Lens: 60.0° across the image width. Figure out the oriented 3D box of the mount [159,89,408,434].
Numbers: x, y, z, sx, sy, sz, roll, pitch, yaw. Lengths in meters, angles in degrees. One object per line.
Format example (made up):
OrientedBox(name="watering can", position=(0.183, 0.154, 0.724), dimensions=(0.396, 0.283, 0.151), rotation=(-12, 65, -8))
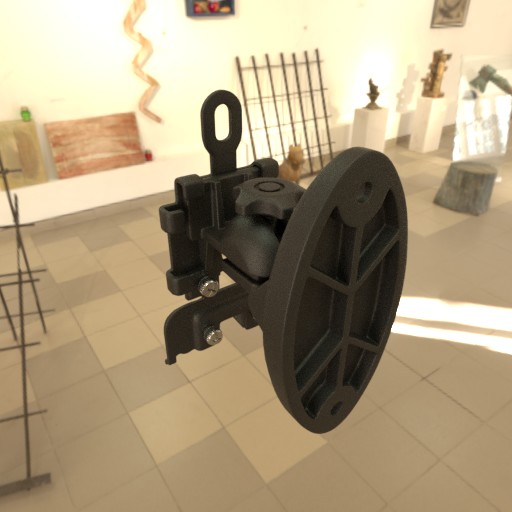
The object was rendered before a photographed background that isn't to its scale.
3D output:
OrientedBox(name="mount", position=(0.000, 0.000, 0.174), dimensions=(0.066, 0.118, 0.100), rotation=(-19, 35, -30))
